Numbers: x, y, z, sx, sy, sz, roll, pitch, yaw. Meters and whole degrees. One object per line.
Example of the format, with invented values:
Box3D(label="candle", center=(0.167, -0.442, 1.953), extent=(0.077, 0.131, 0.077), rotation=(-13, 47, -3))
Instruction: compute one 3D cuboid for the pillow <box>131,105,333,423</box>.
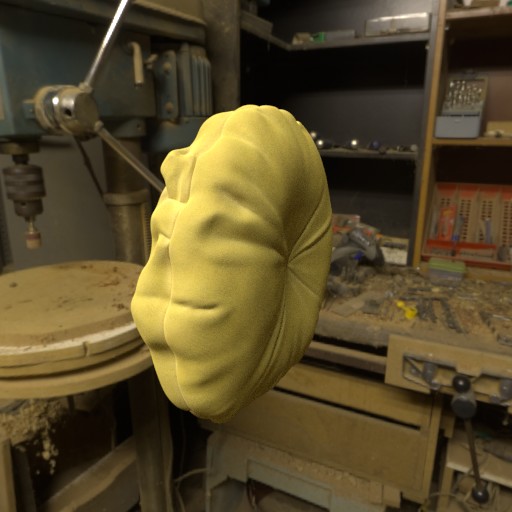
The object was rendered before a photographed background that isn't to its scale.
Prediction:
Box3D(label="pillow", center=(0.000, 0.000, 0.631), extent=(0.148, 0.407, 0.428), rotation=(8, 18, 26))
